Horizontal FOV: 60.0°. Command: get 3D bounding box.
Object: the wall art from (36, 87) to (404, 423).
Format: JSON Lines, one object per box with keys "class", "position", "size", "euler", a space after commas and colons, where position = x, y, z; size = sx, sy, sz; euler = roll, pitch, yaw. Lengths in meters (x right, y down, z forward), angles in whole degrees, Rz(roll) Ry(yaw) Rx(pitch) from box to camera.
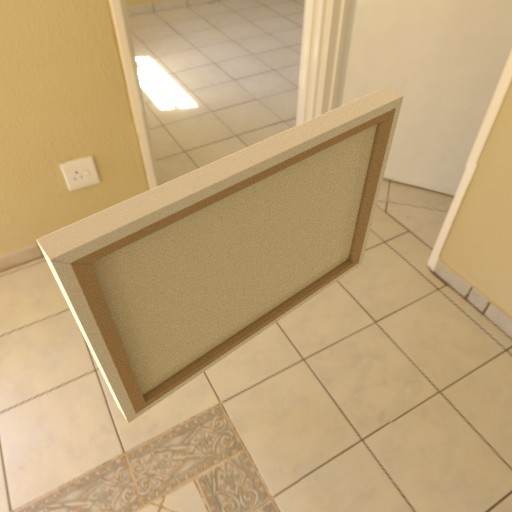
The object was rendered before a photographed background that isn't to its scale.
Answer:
{"class": "wall art", "position": [0.000, 0.000, 0.773], "size": [0.608, 0.414, 0.042], "euler": [-30, 53, -26]}
